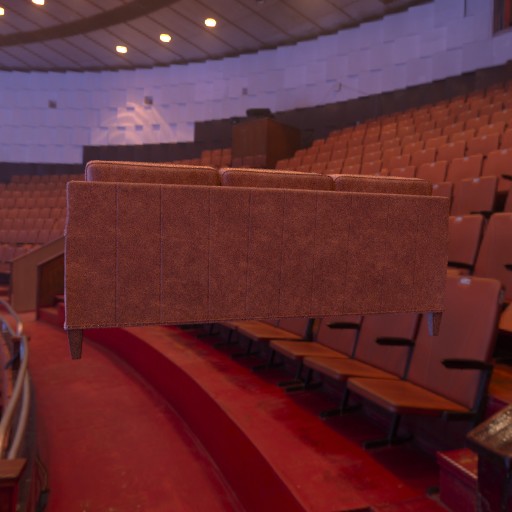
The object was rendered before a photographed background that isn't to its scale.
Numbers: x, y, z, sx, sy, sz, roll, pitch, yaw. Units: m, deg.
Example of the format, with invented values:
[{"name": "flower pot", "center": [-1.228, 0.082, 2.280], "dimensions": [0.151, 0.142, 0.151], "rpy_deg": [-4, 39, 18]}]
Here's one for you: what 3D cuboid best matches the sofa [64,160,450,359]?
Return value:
[{"name": "sofa", "center": [0.000, 0.000, 2.885], "dimensions": [2.246, 1.003, 1.084], "rpy_deg": [0, 1, -17]}]
